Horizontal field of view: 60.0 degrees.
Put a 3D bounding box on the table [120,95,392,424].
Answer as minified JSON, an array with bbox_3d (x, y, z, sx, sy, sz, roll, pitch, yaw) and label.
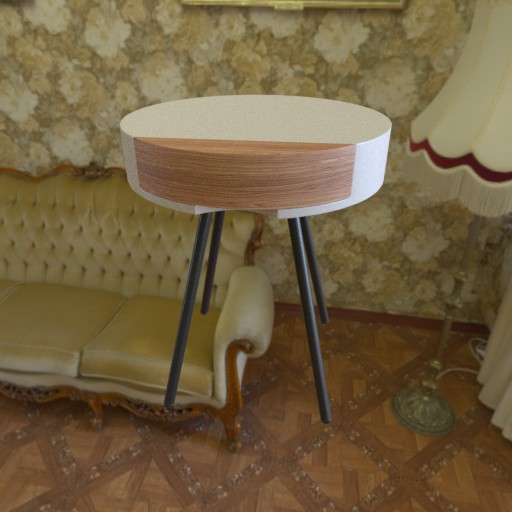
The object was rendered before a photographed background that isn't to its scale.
[{"bbox_3d":[0.000,0.000,0.857,0.450,0.525,0.450,0,29,0],"label":"table"}]
